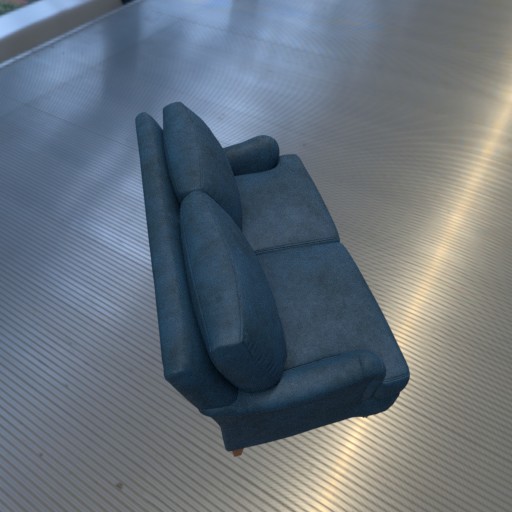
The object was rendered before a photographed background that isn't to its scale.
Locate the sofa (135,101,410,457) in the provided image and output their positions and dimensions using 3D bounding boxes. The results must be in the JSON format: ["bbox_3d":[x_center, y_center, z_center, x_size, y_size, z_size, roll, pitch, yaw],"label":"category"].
[{"bbox_3d":[0.000,0.000,2.523,1.084,1.101,1.853,-10,49,-9],"label":"sofa"}]
